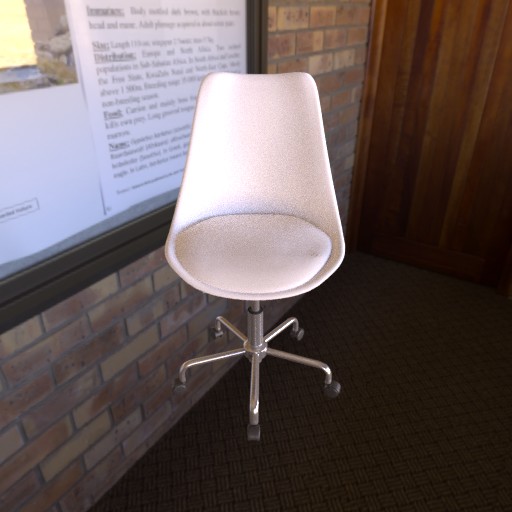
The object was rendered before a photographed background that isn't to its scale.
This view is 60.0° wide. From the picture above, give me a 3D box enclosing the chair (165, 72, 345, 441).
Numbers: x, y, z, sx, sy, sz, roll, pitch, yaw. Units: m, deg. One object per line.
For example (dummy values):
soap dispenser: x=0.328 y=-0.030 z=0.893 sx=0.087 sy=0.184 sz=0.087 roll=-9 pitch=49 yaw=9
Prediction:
chair: x=0.000 y=0.000 z=1.279 sx=0.550 sy=0.930 sz=0.550 roll=1 pitch=29 yaw=2
